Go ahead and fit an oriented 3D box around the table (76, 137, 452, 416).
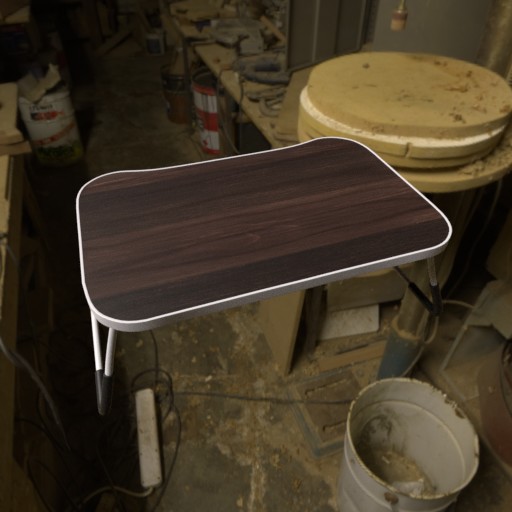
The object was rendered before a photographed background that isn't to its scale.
[{"bbox_3d":[0.000,0.000,0.852,0.660,0.232,0.400,-13,43,-14],"label":"table"}]
